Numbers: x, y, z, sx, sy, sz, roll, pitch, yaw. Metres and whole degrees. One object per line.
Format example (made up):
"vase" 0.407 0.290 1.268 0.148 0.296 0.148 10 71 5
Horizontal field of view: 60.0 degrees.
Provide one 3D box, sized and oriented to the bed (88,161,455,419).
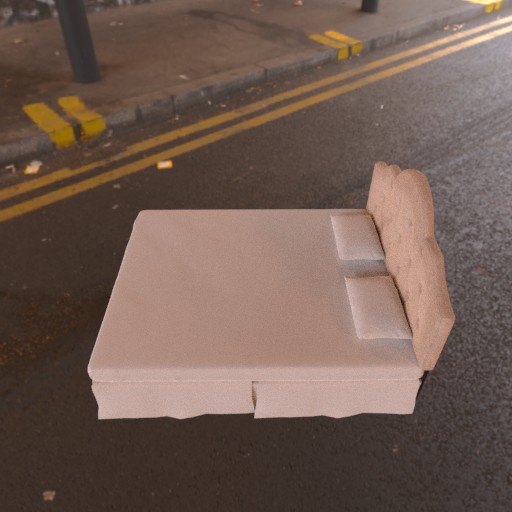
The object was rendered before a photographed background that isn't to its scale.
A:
"bed" 0.000 0.000 2.936 1.970 1.194 1.667 0 41 0
